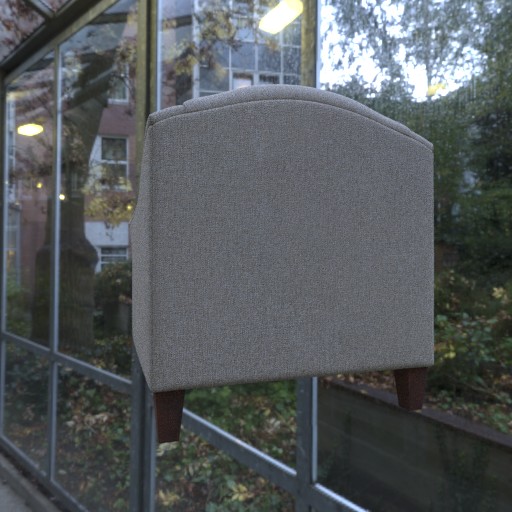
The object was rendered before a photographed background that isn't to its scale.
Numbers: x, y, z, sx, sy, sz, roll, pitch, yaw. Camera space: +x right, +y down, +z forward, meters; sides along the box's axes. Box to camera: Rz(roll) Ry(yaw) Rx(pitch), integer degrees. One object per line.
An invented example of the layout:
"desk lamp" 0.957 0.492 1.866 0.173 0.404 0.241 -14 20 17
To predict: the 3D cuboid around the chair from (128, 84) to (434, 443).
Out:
"chair" 0.000 0.000 1.427 0.763 0.839 0.787 0 -1 -19
